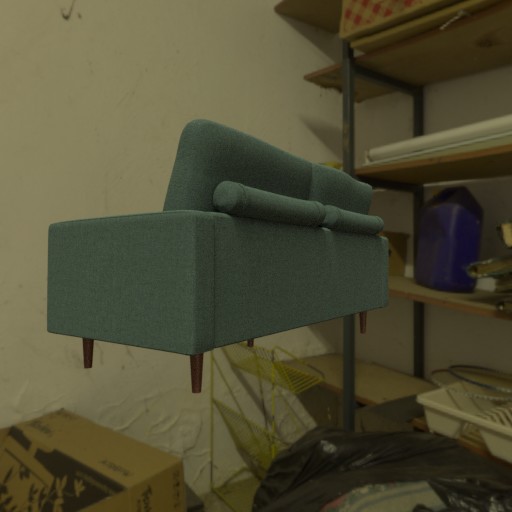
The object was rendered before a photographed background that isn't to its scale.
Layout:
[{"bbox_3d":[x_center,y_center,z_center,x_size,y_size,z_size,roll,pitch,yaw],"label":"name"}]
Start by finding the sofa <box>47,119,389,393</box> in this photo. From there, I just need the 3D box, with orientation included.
[{"bbox_3d":[0.000,0.000,2.557,0.966,1.050,2.010,-1,-1,35],"label":"sofa"}]
